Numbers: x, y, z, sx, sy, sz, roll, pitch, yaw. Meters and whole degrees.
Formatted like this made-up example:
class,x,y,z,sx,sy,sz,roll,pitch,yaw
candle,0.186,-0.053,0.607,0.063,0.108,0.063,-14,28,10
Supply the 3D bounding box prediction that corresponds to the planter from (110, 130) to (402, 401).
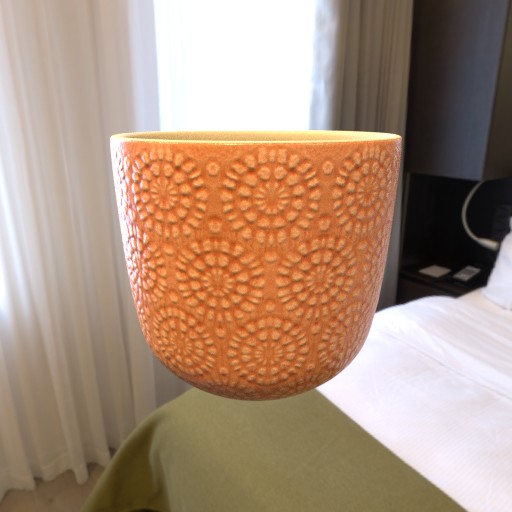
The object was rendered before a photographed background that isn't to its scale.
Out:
class,x,y,z,sx,sy,sz,roll,pitch,yaw
planter,0.000,0.000,0.358,0.208,0.190,0.208,0,17,0
